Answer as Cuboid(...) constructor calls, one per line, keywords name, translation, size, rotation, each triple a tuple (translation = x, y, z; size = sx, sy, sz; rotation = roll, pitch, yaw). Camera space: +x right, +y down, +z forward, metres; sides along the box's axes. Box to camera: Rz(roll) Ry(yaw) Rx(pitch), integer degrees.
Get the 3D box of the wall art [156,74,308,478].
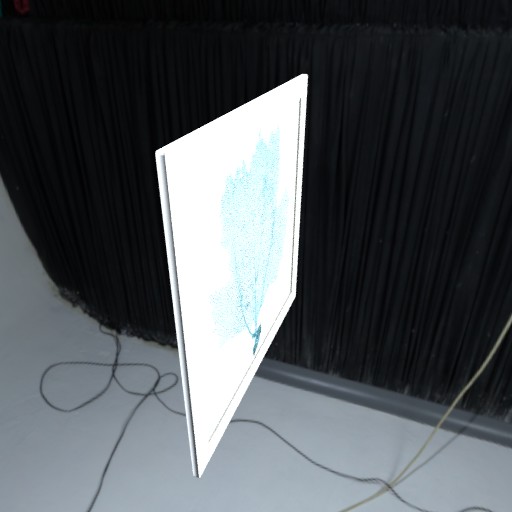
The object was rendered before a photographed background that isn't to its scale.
Cuboid(name="wall art", translation=(0.000, 0.000, 0.866), size=(0.013, 0.584, 0.584), rotation=(11, 32, 18))
